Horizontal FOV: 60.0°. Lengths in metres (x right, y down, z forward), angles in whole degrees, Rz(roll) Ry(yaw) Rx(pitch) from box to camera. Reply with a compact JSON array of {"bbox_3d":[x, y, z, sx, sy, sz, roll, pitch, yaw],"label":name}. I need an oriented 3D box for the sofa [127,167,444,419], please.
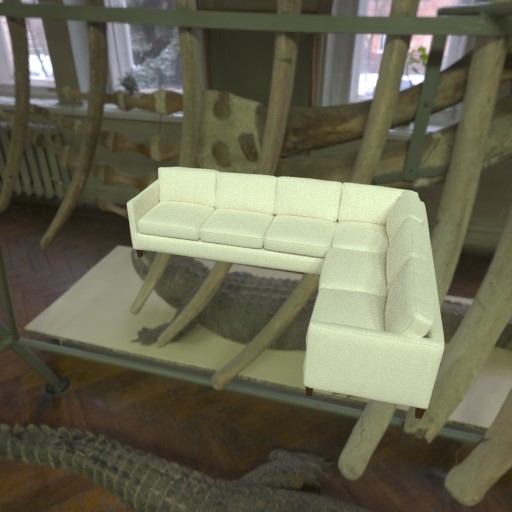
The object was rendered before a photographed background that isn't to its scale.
[{"bbox_3d":[0.000,0.000,4.470,3.302,0.947,2.593,8,31,13],"label":"sofa"}]
